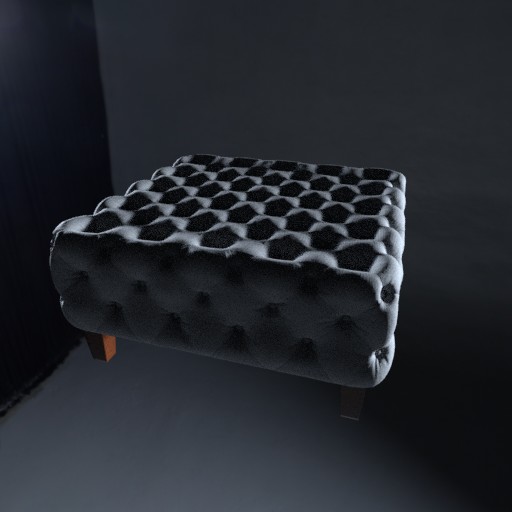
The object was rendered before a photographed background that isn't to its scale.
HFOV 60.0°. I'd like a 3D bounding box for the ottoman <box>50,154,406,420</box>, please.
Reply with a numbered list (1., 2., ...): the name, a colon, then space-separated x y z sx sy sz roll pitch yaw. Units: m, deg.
1. ottoman: 0.000 0.000 1.219 0.758 0.365 0.764 8 28 15
